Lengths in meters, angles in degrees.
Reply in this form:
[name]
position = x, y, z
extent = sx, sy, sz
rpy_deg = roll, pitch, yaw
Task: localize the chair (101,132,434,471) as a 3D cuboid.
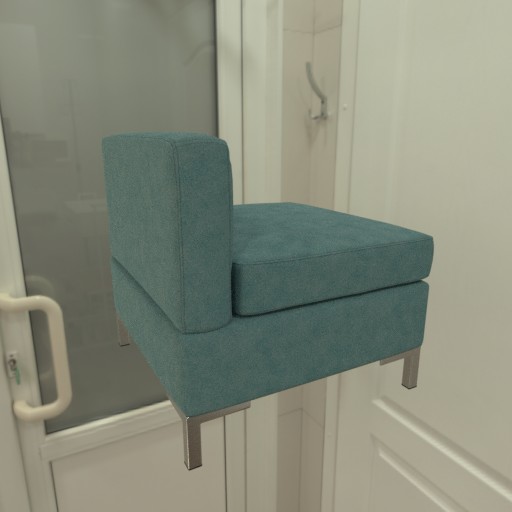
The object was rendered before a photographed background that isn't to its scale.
[chair]
position = 0.000, 0.000, 1.233
extent = 0.685, 0.660, 0.684
rpy_deg = -8, 17, -28
